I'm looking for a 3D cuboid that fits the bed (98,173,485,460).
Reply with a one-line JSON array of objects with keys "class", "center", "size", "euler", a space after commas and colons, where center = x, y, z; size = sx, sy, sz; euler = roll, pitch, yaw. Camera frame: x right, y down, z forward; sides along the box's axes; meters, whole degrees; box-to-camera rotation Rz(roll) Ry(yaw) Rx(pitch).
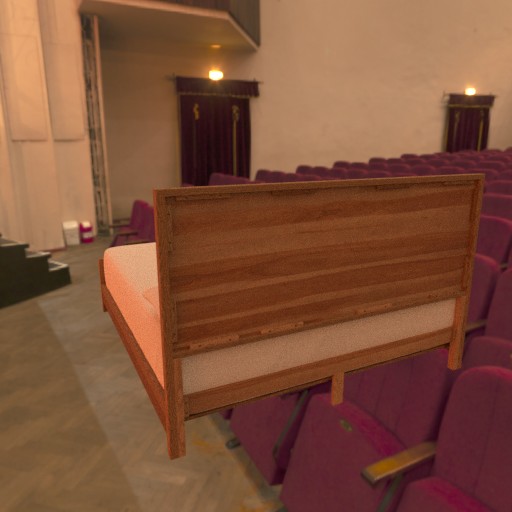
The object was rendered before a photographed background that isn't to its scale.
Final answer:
[{"class": "bed", "center": [0.000, 0.000, 3.351], "size": [2.013, 1.295, 2.184], "euler": [-7, 16, -26]}]
